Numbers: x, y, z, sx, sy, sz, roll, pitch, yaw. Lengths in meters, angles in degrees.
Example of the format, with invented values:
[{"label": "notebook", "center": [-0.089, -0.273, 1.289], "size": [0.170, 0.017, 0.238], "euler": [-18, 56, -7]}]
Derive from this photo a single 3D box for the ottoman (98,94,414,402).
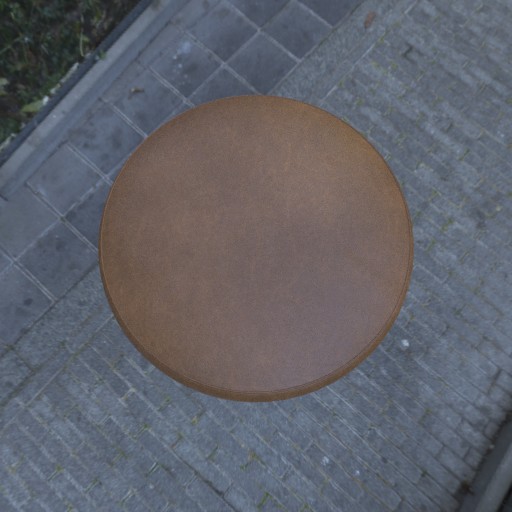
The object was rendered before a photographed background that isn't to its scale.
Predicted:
[{"label": "ottoman", "center": [0.000, 0.000, 0.994], "size": [0.607, 0.438, 0.607], "euler": [0, 76, 0]}]
